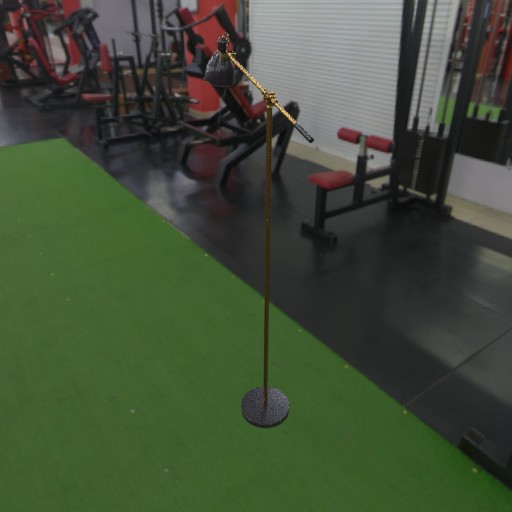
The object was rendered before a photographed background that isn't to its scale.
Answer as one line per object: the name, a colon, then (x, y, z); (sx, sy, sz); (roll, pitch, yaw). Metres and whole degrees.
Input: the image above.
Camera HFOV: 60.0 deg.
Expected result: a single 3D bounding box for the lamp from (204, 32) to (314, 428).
lamp: (0.000, 0.000, 1.822); (0.235, 1.628, 0.618); (-18, 34, -28)
